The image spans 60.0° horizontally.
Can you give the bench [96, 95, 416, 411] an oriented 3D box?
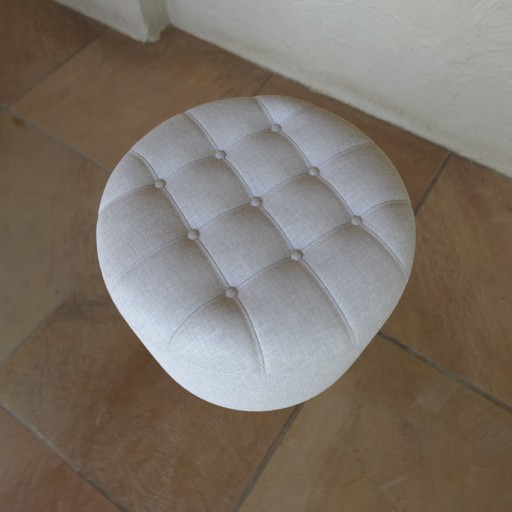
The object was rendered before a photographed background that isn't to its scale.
[{"bbox_3d":[0.000,0.000,0.979,0.600,0.453,0.600,0,62,0],"label":"bench"}]
